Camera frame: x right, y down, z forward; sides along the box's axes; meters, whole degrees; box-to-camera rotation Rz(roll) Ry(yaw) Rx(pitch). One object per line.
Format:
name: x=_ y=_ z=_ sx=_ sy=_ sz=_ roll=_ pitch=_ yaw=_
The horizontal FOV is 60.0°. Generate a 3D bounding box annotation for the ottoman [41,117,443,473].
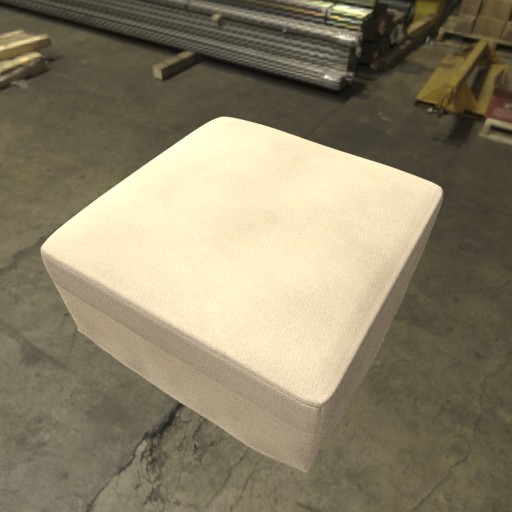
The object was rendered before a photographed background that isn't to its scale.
ottoman: x=0.000 y=0.000 z=1.333 sx=0.842 sy=0.441 sz=0.843 roll=24 pitch=51 yaw=22
